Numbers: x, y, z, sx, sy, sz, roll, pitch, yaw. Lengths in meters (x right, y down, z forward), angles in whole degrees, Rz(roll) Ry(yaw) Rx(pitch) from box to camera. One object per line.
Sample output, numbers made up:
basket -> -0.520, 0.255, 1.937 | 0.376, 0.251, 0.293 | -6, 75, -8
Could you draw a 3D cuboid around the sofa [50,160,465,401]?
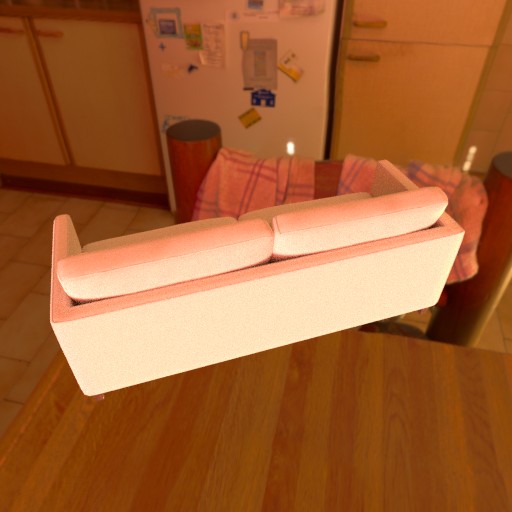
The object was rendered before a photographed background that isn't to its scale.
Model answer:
sofa -> 0.000, 0.000, 2.872 | 2.361, 0.962, 0.951 | -12, 43, -13
